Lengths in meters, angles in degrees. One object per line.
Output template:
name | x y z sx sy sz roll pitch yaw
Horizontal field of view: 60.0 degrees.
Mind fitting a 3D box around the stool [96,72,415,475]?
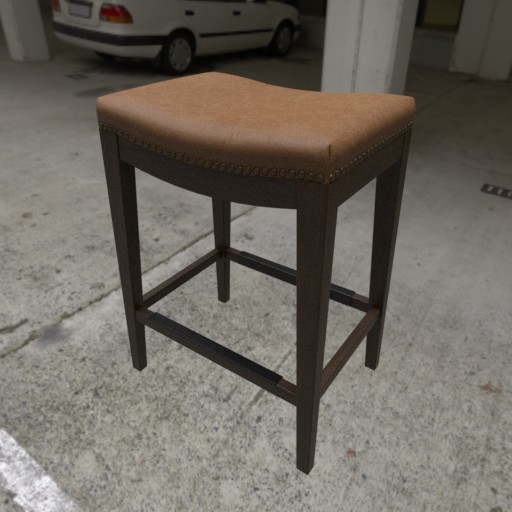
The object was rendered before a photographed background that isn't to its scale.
stool | 0.000 0.000 0.943 0.500 0.660 0.361 20 37 29
